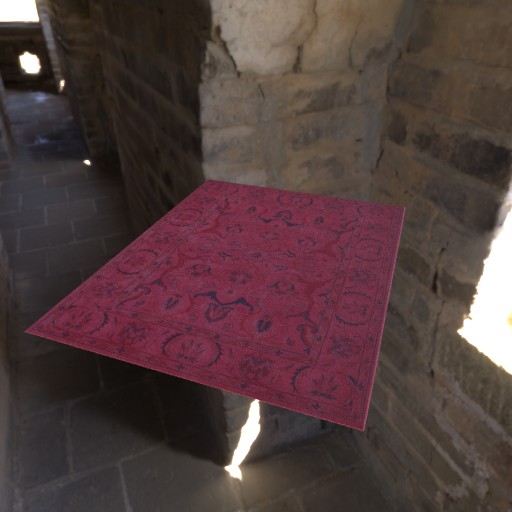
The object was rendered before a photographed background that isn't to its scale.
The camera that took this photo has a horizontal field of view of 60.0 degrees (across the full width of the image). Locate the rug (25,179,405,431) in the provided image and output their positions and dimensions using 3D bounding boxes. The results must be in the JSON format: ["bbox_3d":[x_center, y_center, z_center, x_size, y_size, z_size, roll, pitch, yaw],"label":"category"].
[{"bbox_3d":[0.000,0.000,3.864,2.300,0.012,2.929,11,33,17],"label":"rug"}]
